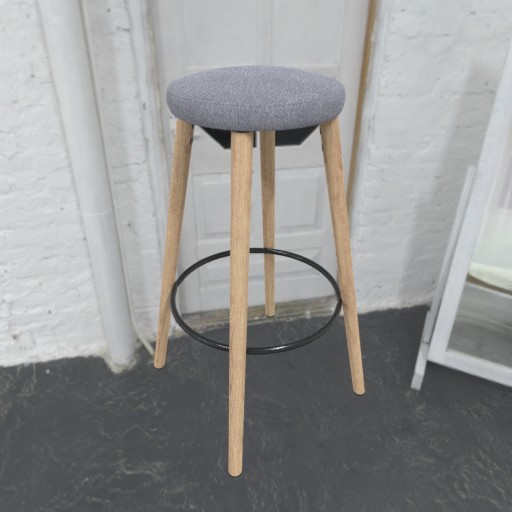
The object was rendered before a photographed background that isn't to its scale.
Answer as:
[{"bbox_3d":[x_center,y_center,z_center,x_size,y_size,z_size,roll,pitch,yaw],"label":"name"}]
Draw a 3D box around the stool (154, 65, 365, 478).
[{"bbox_3d":[0.000,0.000,0.984,0.410,0.770,0.410,-20,37,-30],"label":"stool"}]
